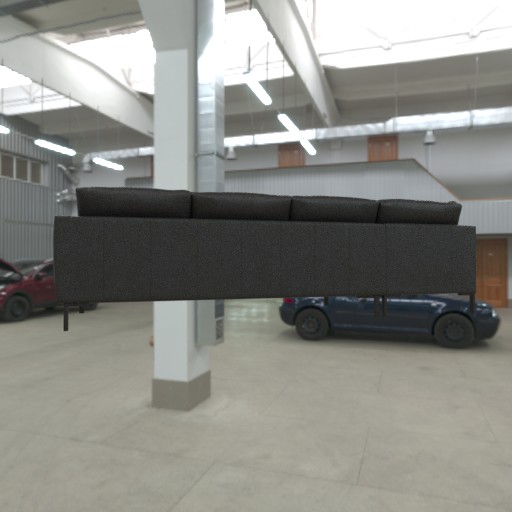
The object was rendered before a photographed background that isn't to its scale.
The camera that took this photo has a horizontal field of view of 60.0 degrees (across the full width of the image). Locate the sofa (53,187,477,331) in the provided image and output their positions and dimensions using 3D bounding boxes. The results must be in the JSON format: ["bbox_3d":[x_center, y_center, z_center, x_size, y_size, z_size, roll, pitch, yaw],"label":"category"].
[{"bbox_3d":[0.000,0.000,3.841,2.984,0.877,1.938,0,0,-17],"label":"sofa"}]
